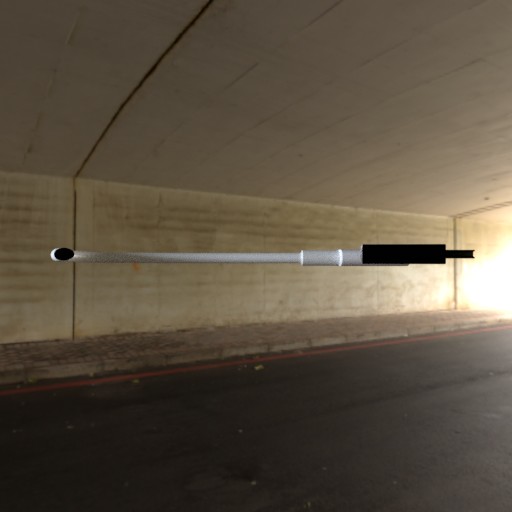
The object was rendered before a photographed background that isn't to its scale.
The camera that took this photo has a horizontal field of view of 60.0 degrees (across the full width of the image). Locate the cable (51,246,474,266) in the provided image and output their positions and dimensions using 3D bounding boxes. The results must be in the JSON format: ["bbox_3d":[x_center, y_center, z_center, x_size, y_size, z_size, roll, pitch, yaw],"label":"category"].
[{"bbox_3d":[0.000,0.000,0.111,0.098,0.005,0.041,0,-2,-1],"label":"cable"}]
